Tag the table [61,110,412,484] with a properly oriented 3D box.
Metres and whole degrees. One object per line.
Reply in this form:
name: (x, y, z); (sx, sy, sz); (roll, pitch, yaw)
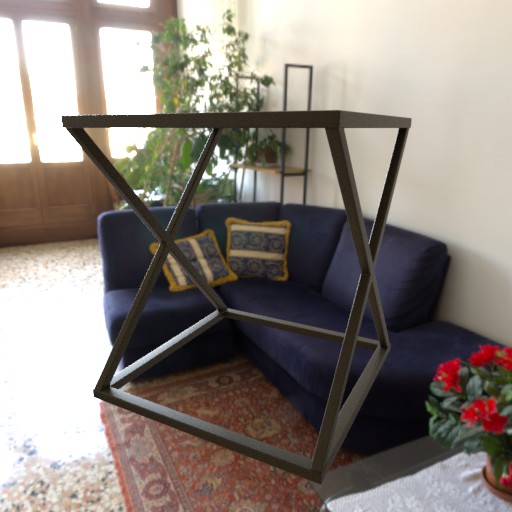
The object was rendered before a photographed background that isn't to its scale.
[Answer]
table: (0.000, 0.000, 0.943); (0.500, 0.565, 0.500); (8, 18, 27)
